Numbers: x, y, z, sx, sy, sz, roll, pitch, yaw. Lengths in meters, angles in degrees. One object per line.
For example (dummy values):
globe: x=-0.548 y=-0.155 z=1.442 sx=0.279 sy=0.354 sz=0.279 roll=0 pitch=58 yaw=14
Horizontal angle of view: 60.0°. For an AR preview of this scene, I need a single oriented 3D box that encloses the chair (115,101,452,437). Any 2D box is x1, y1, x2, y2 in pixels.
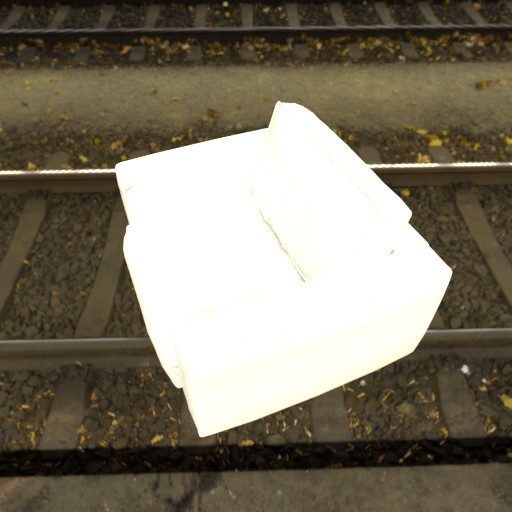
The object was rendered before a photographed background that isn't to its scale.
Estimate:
chair: x=0.000 y=0.000 z=1.540 sx=0.843 sy=0.773 sz=0.928 roll=-17 pitch=49 yaw=-16
